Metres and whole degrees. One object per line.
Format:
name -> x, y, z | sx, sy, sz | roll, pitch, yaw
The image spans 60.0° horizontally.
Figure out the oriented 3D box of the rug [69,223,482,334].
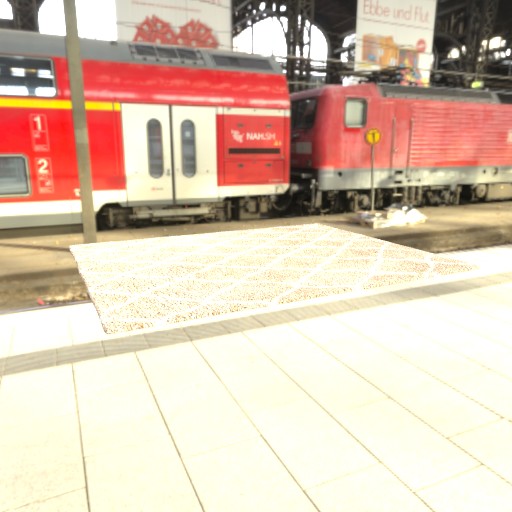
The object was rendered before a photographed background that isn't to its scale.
rug -> 0.000, 0.000, 4.113 | 3.047, 0.029, 2.438 | -7, 15, -26
